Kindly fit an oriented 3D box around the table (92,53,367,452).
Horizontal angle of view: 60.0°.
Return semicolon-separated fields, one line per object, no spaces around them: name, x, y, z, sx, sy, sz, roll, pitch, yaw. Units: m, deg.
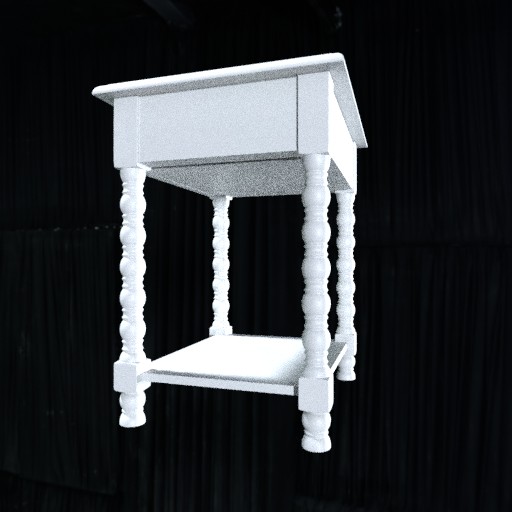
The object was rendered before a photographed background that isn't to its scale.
table;0.000;0.000;0.837;0.381;0.531;0.460;0;0;18
